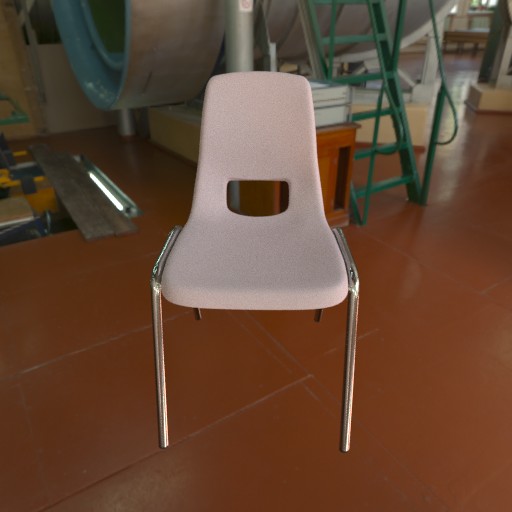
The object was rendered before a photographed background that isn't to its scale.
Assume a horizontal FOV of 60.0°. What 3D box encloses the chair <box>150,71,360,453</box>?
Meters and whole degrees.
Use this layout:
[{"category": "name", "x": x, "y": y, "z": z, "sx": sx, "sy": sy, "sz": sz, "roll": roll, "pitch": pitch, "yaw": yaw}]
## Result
[{"category": "chair", "x": 0.000, "y": 0.000, "z": 0.908, "sx": 0.381, "sy": 0.653, "sz": 0.436, "roll": 1, "pitch": 30, "yaw": 1}]
